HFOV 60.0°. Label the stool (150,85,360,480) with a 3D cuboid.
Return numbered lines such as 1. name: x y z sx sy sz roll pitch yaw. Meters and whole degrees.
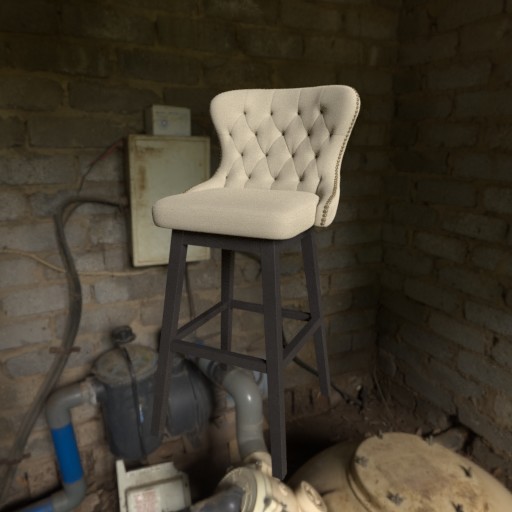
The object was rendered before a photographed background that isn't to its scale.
1. stool: 0.000 0.000 1.424 0.528 1.066 0.605 7 17 24
